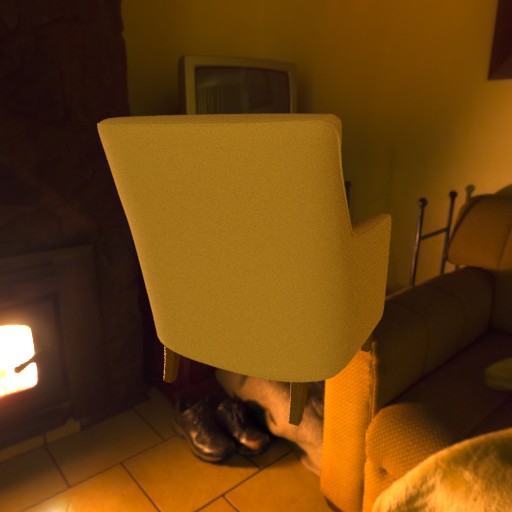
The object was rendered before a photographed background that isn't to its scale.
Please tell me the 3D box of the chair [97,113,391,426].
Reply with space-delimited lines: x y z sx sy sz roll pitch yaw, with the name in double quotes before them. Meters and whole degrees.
"chair" 0.000 0.000 1.548 0.756 0.916 0.879 9 18 28
